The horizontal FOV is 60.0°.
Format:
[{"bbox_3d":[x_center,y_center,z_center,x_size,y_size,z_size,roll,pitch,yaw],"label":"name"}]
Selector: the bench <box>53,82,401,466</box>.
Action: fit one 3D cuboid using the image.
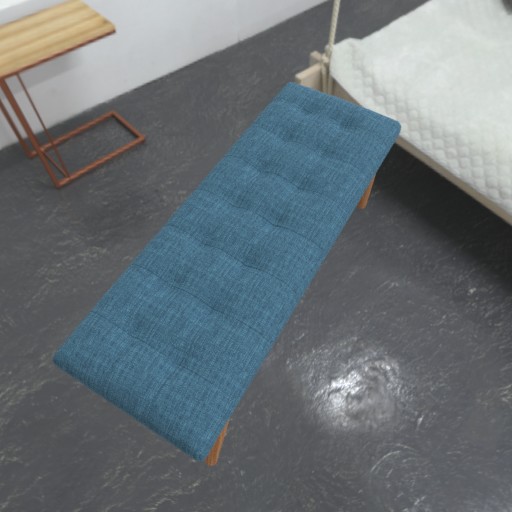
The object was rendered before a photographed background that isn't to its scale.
[{"bbox_3d":[0.000,0.000,1.325,0.406,0.432,1.118,27,62,16],"label":"bench"}]
